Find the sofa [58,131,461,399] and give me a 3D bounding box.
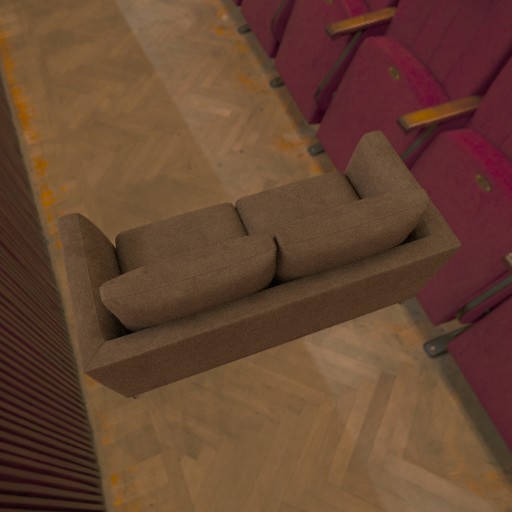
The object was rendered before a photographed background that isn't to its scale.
[{"bbox_3d":[0.000,0.000,2.381,1.832,1.013,0.855,-17,60,-10],"label":"sofa"}]
